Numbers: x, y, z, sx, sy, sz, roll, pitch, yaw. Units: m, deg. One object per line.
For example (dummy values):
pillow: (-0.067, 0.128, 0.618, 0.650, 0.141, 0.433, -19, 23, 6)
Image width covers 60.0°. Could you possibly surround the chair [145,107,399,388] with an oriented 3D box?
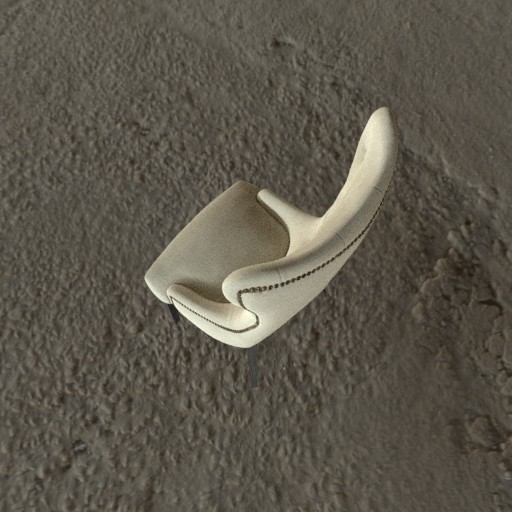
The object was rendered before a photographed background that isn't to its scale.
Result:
chair: (0.000, 0.000, 1.429, 0.590, 1.065, 0.584, 35, 68, 16)
